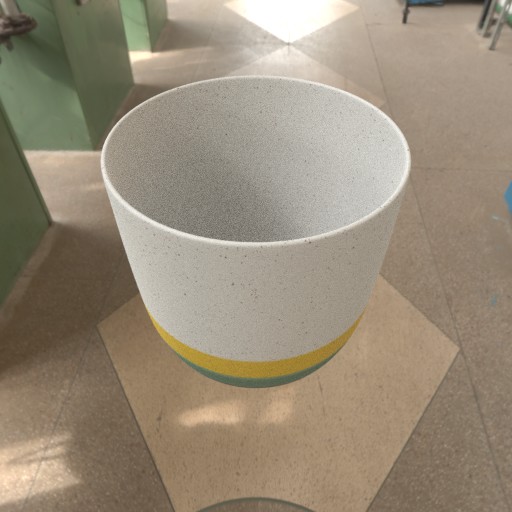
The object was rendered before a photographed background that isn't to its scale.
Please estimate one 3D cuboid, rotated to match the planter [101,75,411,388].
[{"bbox_3d":[0.000,0.000,0.361,0.195,0.214,0.195,0,46,0],"label":"planter"}]
